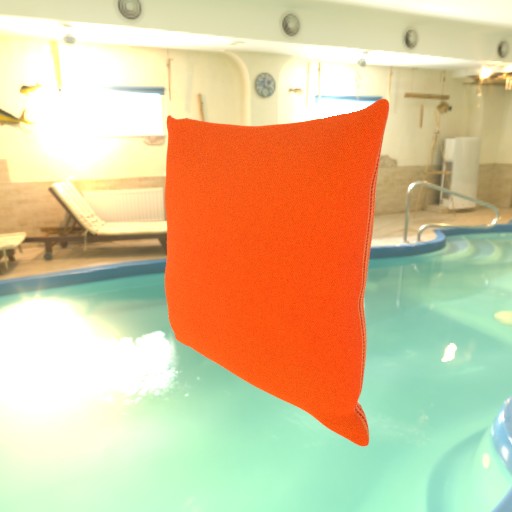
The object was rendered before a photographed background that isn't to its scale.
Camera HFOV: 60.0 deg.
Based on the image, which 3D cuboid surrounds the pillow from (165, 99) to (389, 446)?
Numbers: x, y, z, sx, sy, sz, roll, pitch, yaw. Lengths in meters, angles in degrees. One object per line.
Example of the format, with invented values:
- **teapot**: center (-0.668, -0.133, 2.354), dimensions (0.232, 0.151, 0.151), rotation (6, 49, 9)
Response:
- **pillow**: center (0.000, 0.000, 0.687), dimensions (0.182, 0.441, 0.440), rotation (-15, 21, -43)
